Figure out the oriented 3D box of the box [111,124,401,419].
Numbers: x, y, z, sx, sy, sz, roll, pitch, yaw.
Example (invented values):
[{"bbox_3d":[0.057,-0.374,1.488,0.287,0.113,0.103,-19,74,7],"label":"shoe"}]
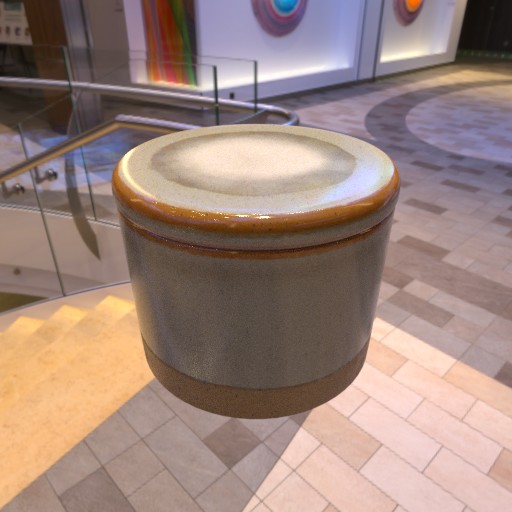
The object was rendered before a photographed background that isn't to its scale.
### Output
[{"bbox_3d":[0.000,0.000,0.218,0.123,0.100,0.123,0,31,0],"label":"box"}]
